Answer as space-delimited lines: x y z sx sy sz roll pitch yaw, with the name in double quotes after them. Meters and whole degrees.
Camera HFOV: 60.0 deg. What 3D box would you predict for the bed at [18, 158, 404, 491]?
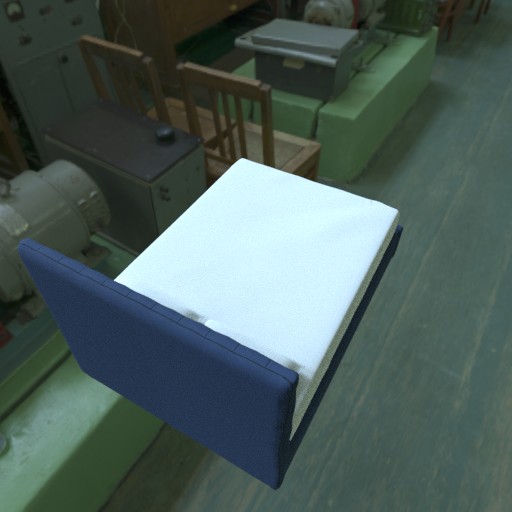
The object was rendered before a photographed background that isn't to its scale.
0.000 0.000 3.327 1.706 1.427 2.387 23 50 20 "bed"
